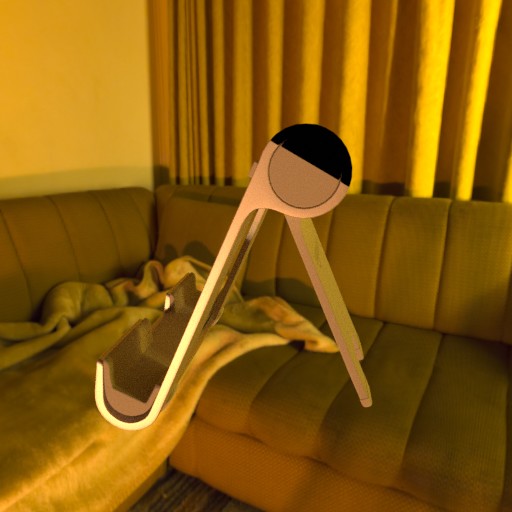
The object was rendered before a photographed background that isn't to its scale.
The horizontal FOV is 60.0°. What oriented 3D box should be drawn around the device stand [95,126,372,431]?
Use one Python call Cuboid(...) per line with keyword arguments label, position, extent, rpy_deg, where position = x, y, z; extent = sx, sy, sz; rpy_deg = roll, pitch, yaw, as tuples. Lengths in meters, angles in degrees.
Cuboid(label="device stand", position=(0.000, 0.000, 0.152), extent=(0.079, 0.084, 0.086), rpy_deg=(2, 14, 8))
